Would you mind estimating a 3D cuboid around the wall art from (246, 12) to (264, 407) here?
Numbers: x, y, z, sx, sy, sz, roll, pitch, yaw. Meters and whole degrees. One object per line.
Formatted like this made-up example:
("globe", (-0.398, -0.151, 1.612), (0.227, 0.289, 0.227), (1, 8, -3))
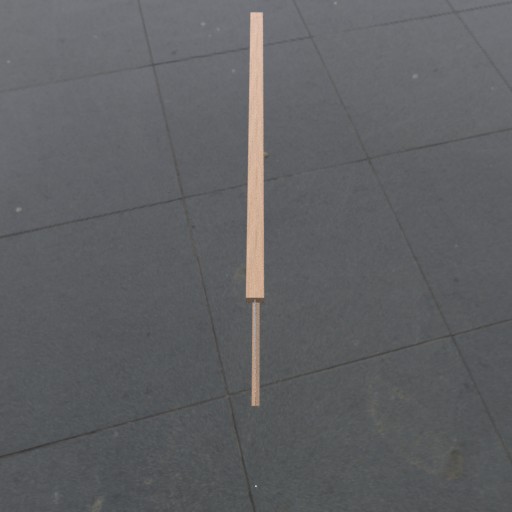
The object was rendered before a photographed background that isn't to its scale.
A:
("wall art", (0.000, 0.000, 0.759), (0.016, 0.611, 0.401), (0, 63, 0))
